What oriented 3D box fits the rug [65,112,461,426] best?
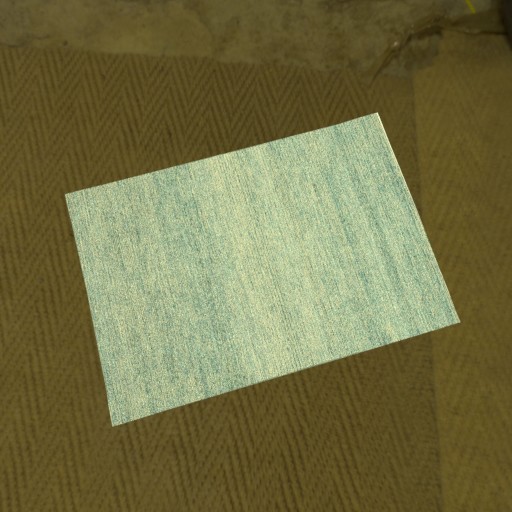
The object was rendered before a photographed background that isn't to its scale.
[{"bbox_3d":[0.000,0.000,5.241,4.078,0.052,2.802,-15,76,-4],"label":"rug"}]
